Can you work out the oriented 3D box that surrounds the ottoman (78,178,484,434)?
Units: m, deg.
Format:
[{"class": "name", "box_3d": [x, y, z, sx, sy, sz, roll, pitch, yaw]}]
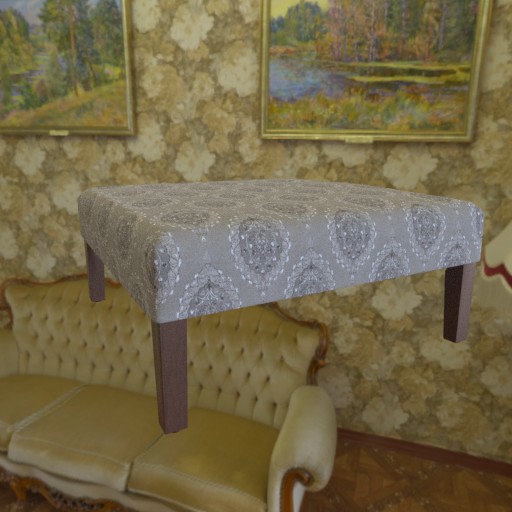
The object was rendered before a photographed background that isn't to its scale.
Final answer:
[{"class": "ottoman", "box_3d": [0.000, 0.000, 1.356, 0.889, 0.411, 0.890, -8, 16, -28]}]
